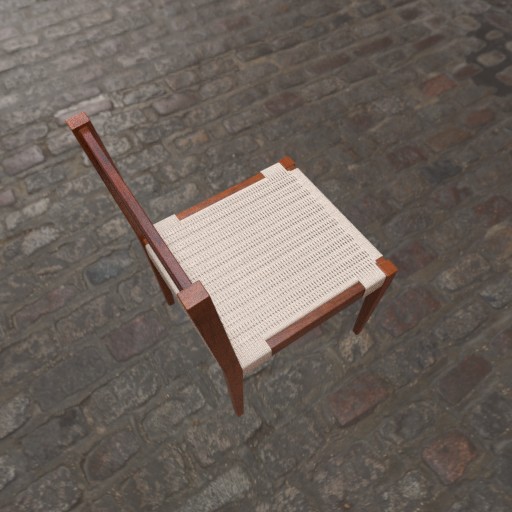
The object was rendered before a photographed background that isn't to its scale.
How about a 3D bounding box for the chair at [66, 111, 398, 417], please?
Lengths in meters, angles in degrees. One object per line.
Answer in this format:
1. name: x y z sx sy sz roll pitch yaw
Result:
1. chair: 0.000 0.000 1.195 0.569 0.851 0.495 -29 62 -17
